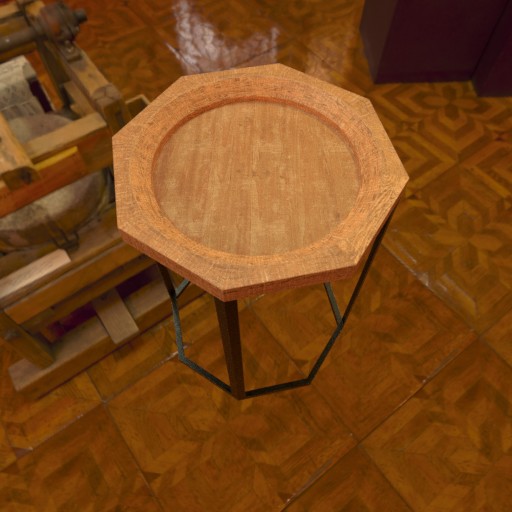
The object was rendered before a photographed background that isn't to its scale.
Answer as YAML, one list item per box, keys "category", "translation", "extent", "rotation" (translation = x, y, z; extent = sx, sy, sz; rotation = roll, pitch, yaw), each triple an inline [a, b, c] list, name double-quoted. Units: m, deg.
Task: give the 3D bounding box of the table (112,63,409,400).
- category: "table"
  translation: [0.000, 0.000, 0.876]
  extent: [0.437, 0.553, 0.437]
  rotation: [-30, 64, -17]
